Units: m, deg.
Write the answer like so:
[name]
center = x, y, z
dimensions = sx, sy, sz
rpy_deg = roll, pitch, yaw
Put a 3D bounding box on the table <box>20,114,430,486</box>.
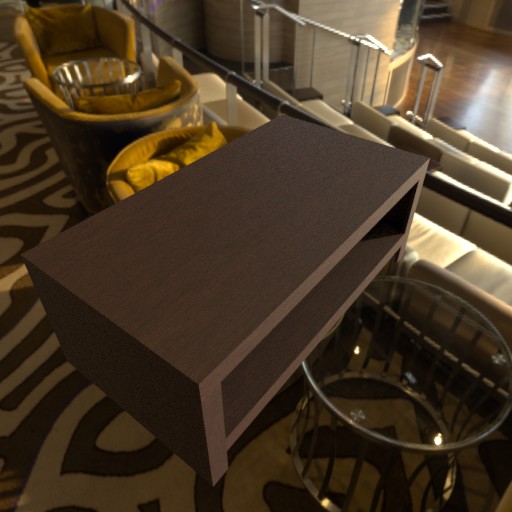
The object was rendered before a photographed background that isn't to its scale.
[table]
center = 0.000, 0.000, 1.405
dimensions = 0.597, 0.424, 1.099
rpy_deg = 27, 47, 28
